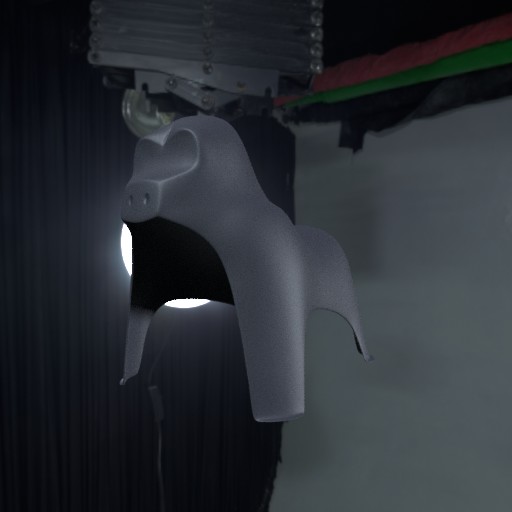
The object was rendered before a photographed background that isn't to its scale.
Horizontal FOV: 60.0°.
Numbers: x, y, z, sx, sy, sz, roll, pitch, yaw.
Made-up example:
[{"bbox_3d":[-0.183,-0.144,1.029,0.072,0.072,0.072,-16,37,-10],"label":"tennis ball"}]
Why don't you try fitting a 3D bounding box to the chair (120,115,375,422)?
[{"bbox_3d":[0.000,0.000,1.126,0.490,0.600,0.758,0,0,35],"label":"chair"}]
